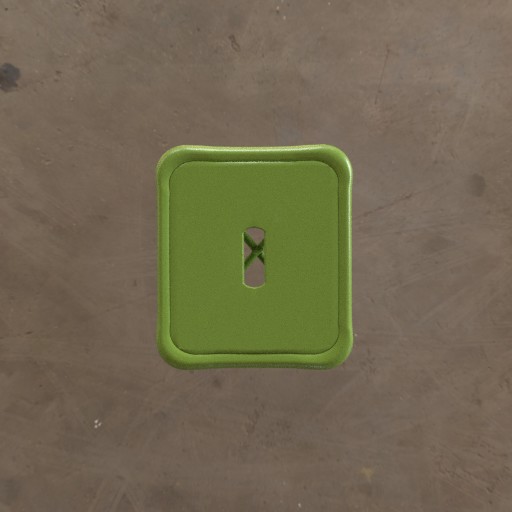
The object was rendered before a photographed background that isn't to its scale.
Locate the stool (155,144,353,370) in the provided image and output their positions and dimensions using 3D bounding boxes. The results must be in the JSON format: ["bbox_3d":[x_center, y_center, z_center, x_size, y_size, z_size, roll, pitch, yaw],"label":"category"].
[{"bbox_3d":[0.000,0.000,0.871,0.358,0.609,0.398,0,90,0],"label":"stool"}]
